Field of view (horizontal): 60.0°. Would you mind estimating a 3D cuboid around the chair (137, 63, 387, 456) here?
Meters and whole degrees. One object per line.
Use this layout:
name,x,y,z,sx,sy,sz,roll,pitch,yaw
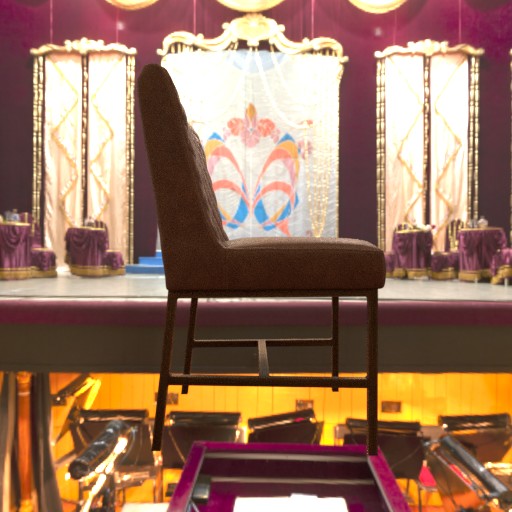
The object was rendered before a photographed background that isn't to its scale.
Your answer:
chair,0.000,0.000,1.225,0.587,0.889,0.508,0,0,0
